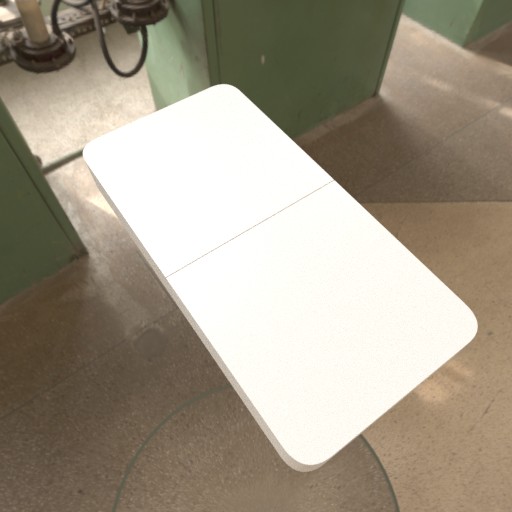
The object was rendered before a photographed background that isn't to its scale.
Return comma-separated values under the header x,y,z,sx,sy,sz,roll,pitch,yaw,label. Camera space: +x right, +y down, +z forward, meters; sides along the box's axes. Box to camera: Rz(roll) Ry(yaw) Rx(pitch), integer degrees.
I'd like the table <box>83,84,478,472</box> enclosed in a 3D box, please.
x,y,z,sx,sy,sz,roll,pitch,yaw,label
0.000,0.000,1.436,0.600,0.340,1.200,-31,63,-18,table
